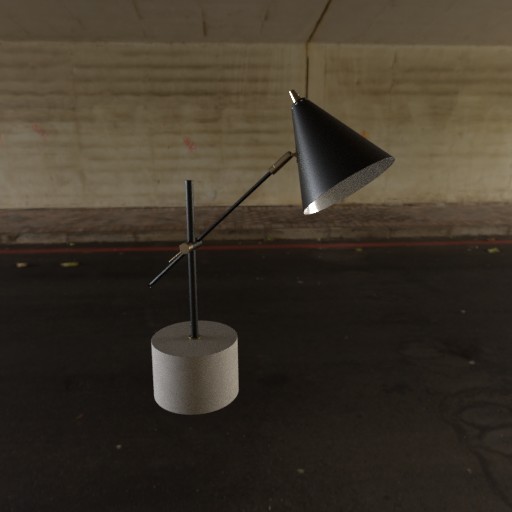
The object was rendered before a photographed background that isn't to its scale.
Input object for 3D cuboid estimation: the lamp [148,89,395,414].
[{"bbox_3d":[0.000,0.000,0.726,0.403,0.518,0.214,7,16,27],"label":"lamp"}]
